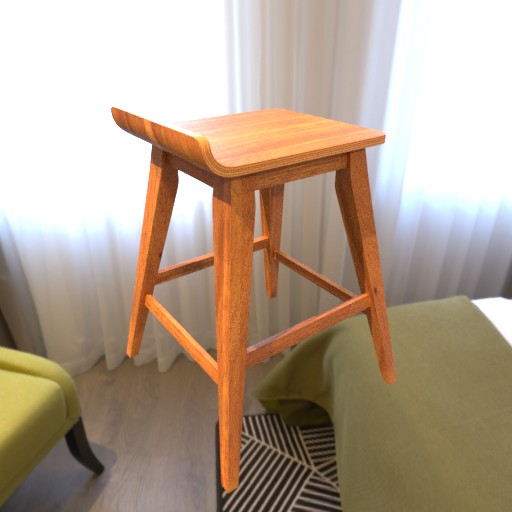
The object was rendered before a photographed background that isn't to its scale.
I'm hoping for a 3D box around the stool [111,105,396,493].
[{"bbox_3d":[0.000,0.000,0.998,0.500,0.650,0.500,-19,34,-32],"label":"stool"}]
